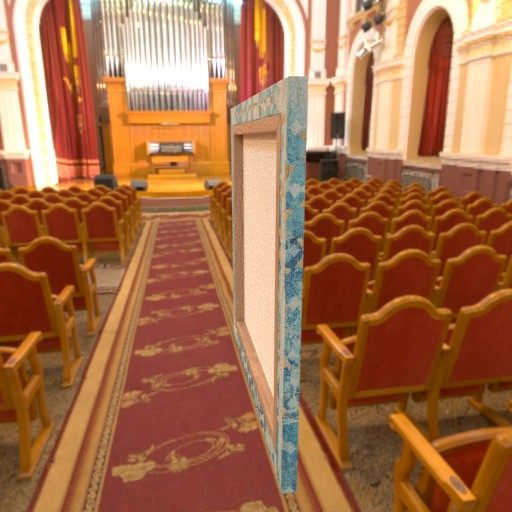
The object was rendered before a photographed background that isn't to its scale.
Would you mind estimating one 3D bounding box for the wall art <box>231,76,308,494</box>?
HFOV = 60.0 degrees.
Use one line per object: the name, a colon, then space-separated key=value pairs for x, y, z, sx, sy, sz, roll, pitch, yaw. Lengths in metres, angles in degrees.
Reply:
wall art: x=0.000 y=0.000 z=1.361 sx=0.040 sy=0.916 sz=0.916 roll=-3 pitch=15 yaw=-9
